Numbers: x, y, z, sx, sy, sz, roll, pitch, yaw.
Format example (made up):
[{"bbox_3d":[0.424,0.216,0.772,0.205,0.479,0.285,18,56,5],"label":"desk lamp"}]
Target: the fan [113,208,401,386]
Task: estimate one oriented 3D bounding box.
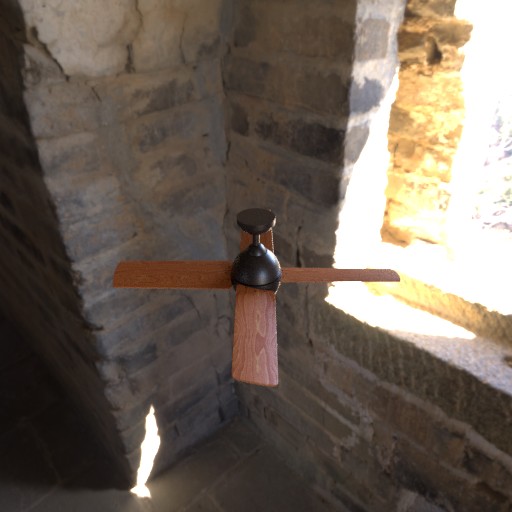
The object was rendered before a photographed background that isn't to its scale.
[{"bbox_3d":[0.000,0.000,2.030,1.332,0.403,1.332,0,32,0],"label":"fan"}]
